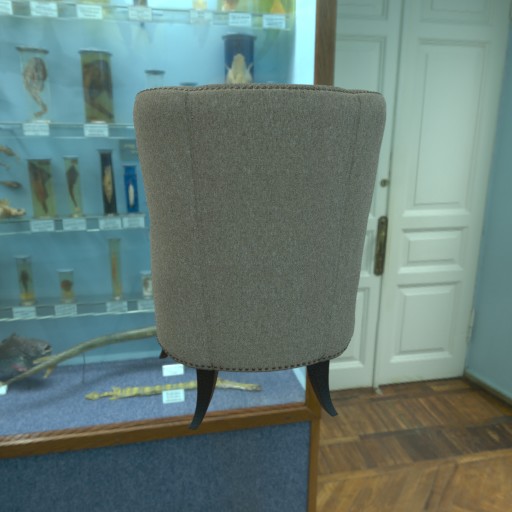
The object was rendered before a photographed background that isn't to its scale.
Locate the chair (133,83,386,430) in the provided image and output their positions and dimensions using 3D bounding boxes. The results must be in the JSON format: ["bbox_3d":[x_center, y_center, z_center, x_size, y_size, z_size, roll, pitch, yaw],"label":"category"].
[{"bbox_3d":[0.000,0.000,1.559,0.759,1.060,0.758,-2,14,-9],"label":"chair"}]
